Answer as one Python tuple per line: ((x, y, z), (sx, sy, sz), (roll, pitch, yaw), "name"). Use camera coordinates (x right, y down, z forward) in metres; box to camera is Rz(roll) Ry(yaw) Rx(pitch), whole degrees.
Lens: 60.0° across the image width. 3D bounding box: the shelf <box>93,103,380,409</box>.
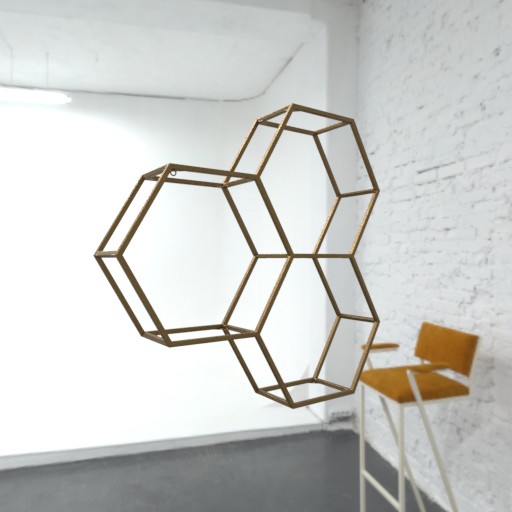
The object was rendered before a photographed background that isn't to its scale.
((0.000, 0.000, 1.047), (0.708, 0.701, 0.150), (0, 0, -35), "shelf")
